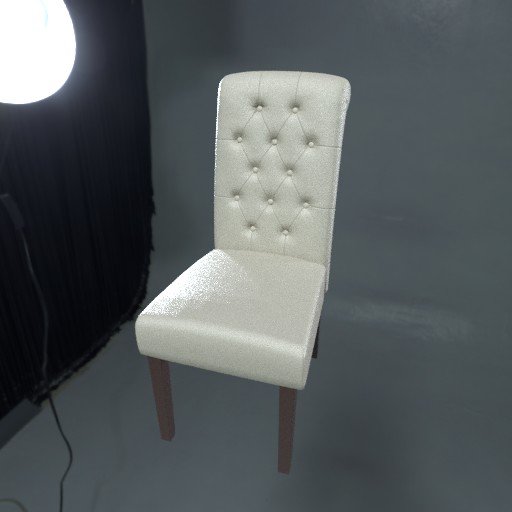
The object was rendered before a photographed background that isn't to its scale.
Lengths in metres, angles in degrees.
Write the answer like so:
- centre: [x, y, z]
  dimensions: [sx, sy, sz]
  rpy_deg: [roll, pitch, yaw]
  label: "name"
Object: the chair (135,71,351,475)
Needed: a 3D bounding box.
- centre: [0.000, 0.000, 1.349]
  dimensions: [0.456, 1.006, 0.671]
  rpy_deg: [8, 27, 16]
  label: "chair"
